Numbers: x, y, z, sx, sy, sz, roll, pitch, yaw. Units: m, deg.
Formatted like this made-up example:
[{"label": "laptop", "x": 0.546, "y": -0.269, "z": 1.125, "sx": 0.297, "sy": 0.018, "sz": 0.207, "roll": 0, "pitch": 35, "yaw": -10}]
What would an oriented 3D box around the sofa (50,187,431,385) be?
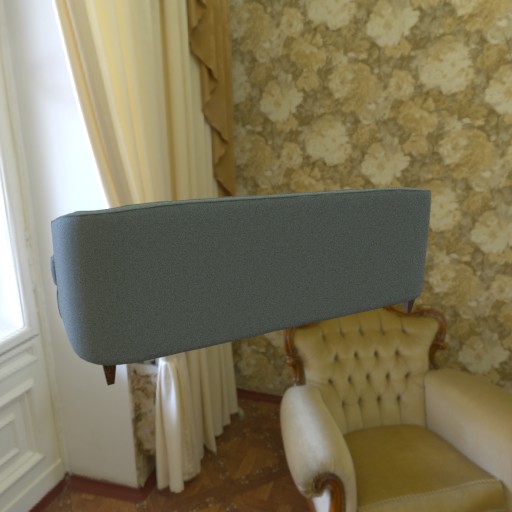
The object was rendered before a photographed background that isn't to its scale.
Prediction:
[{"label": "sofa", "x": 0.000, "y": 0.000, "z": 2.742, "sx": 2.278, "sy": 0.855, "sz": 0.941, "roll": -8, "pitch": 16, "yaw": -27}]
